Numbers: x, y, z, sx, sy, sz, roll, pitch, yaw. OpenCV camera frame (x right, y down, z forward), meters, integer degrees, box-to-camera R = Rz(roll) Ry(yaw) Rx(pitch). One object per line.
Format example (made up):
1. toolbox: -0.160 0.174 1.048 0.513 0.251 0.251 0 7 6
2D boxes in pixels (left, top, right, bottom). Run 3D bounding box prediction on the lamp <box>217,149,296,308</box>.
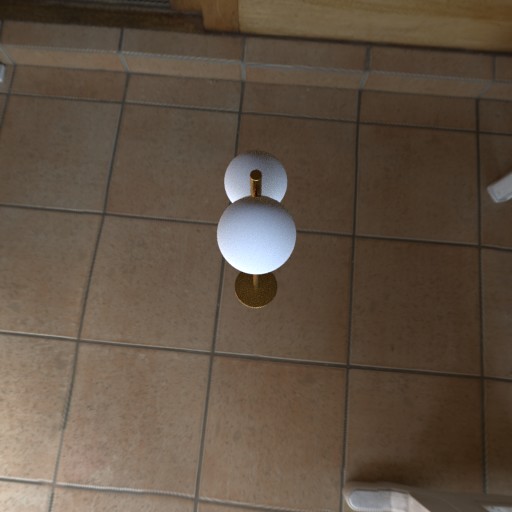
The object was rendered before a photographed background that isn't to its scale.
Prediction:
1. lamp: 0.000 0.000 1.798 0.249 1.641 0.419 -1 77 0
